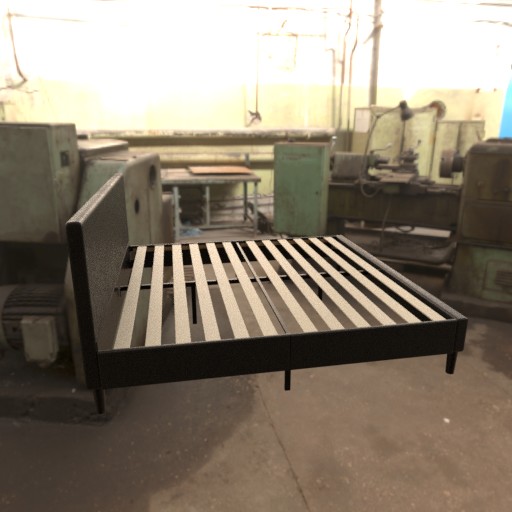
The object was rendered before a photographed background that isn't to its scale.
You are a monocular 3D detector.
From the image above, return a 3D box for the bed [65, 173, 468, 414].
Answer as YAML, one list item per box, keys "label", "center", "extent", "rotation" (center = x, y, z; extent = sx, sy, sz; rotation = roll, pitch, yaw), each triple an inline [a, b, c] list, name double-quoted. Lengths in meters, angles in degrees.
- label: "bed"
  center: [0.000, 0.000, 3.300]
  extent: [2.152, 1.046, 2.018]
  rotation: [-3, 17, -10]
